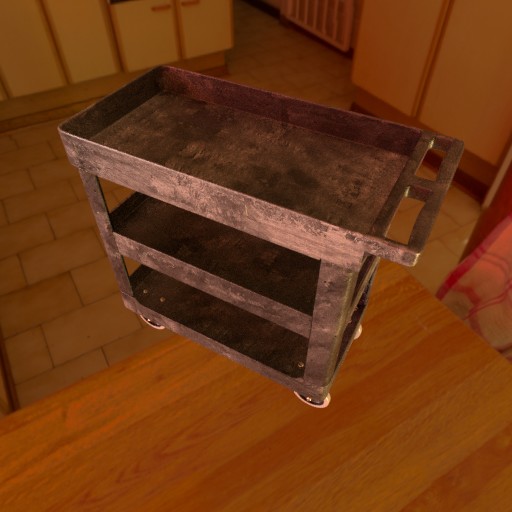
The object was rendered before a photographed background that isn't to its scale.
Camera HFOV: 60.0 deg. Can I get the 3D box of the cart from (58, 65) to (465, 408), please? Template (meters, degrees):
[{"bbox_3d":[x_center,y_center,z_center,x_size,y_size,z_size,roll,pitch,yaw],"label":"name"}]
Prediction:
[{"bbox_3d":[0.000,0.000,1.331,0.877,0.824,0.420,22,50,19],"label":"cart"}]
